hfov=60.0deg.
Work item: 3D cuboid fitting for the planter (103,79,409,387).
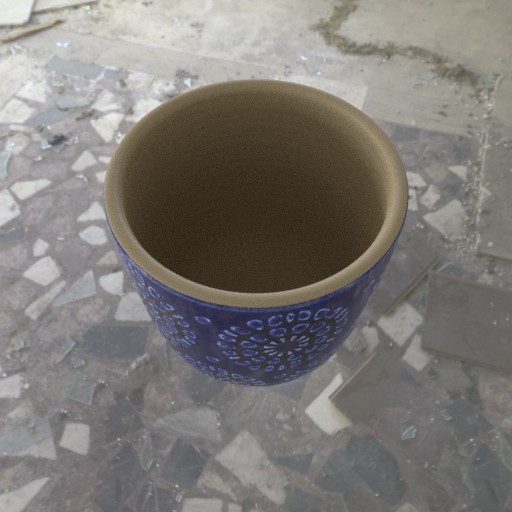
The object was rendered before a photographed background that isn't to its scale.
[{"bbox_3d":[0.000,0.000,0.204,0.109,0.112,0.109,0,57,0],"label":"planter"}]
